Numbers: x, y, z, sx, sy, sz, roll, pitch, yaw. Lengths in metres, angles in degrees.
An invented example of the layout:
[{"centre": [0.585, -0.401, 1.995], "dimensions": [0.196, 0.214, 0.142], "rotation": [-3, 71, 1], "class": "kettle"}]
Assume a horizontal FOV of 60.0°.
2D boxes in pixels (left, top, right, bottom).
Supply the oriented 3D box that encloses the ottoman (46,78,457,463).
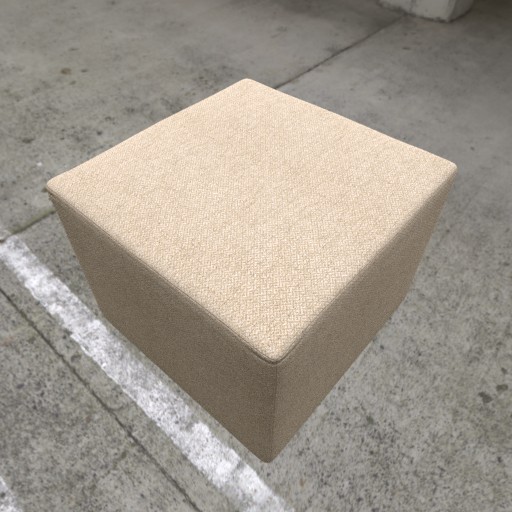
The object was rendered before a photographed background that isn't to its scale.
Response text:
[{"centre": [0.000, 0.000, 0.881], "dimensions": [0.508, 0.432, 0.508], "rotation": [33, 56, 26], "class": "ottoman"}]
